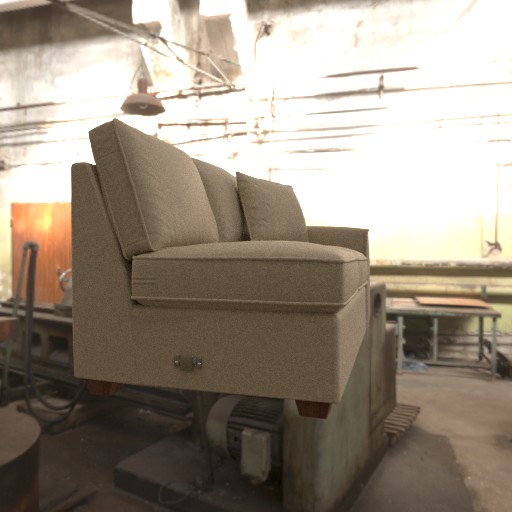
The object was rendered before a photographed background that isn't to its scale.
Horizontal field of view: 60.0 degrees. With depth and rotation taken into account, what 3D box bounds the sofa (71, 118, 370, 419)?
[{"bbox_3d":[0.000,0.000,2.082,0.991,0.989,1.388,0,1,18],"label":"sofa"}]
